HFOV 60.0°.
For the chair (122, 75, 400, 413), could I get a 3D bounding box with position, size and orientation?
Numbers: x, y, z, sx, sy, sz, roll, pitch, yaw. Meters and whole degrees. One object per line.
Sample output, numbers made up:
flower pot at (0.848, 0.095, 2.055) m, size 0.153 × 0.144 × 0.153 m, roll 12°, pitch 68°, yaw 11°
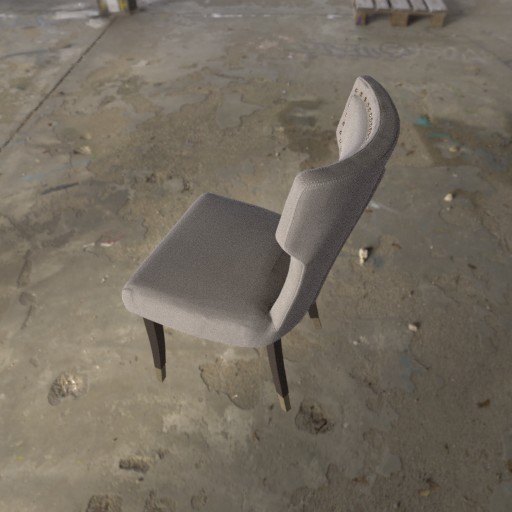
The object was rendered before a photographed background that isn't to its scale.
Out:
chair at (0.000, 0.000, 1.309) m, size 0.630 × 0.950 × 0.526 m, roll 16°, pitch 47°, yaw 16°
